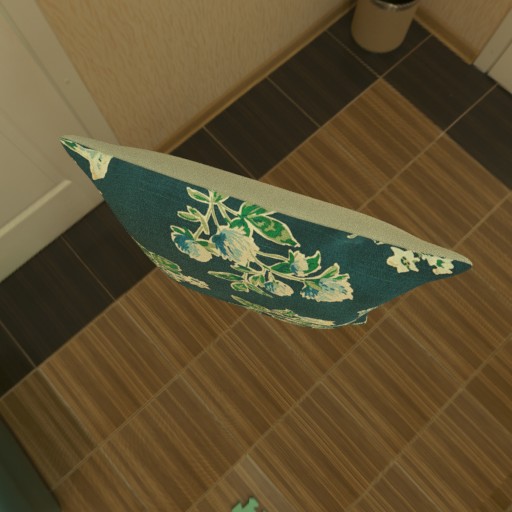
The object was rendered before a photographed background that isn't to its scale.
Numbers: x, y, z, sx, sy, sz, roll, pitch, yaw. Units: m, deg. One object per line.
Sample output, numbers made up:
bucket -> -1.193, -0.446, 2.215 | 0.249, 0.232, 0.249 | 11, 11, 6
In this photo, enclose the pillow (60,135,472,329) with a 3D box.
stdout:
pillow -> 0.000, 0.000, 0.775 | 0.525, 0.508, 0.166 | 18, 76, 5
